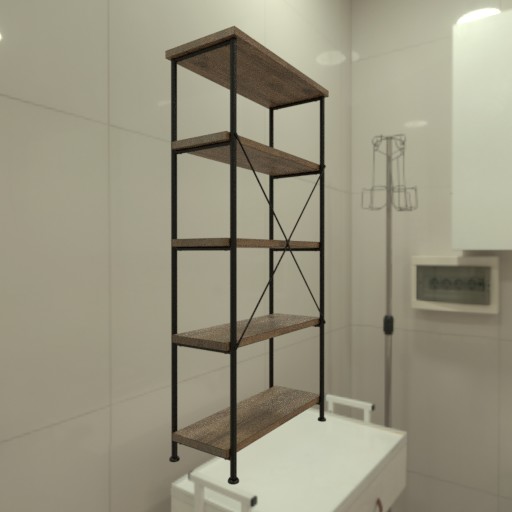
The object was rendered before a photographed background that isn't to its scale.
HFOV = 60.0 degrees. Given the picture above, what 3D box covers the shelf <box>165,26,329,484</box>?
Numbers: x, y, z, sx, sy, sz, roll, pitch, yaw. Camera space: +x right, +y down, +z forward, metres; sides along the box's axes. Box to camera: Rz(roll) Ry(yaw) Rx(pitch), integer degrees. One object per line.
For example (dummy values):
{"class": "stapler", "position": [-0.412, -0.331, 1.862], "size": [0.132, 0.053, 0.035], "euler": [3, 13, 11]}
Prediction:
{"class": "shelf", "position": [0.000, 0.000, 2.066], "size": [0.360, 1.700, 0.800], "euler": [0, 0, 35]}
